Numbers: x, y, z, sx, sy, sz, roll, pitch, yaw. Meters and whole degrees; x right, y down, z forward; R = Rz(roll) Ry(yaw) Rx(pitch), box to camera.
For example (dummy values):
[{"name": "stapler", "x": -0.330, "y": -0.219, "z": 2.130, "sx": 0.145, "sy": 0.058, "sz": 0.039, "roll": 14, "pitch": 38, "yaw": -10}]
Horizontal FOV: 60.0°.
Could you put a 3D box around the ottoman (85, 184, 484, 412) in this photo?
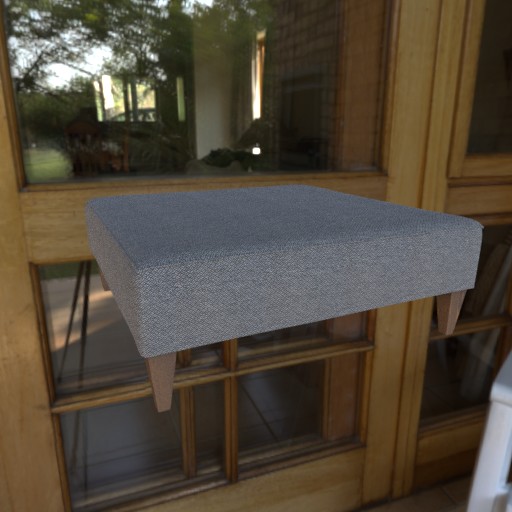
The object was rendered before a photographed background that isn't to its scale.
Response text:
[{"name": "ottoman", "x": 0.000, "y": 0.000, "z": 1.495, "sx": 0.981, "sy": 0.378, "sz": 0.970, "roll": -8, "pitch": 17, "yaw": -25}]
